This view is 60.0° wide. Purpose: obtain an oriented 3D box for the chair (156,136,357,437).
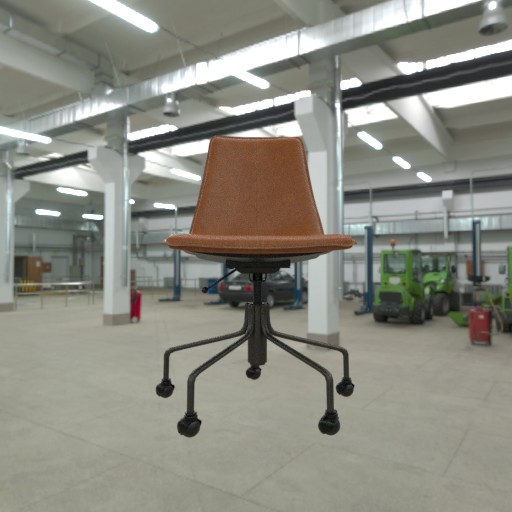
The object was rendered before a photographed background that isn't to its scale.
[{"bbox_3d":[0.000,0.000,1.387,0.651,0.920,0.660,0,-1,-1],"label":"chair"}]
